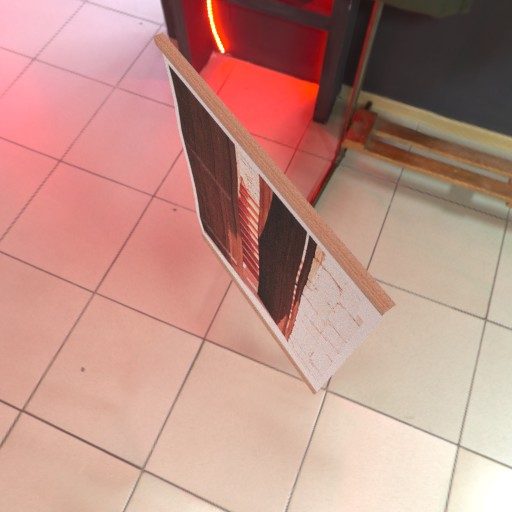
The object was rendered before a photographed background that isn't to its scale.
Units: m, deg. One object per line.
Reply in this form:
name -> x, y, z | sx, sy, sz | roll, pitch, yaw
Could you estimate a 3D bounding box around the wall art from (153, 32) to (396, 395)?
wall art -> 0.000, 0.000, 0.677 | 0.013, 0.508, 0.406 | -32, 69, -14
